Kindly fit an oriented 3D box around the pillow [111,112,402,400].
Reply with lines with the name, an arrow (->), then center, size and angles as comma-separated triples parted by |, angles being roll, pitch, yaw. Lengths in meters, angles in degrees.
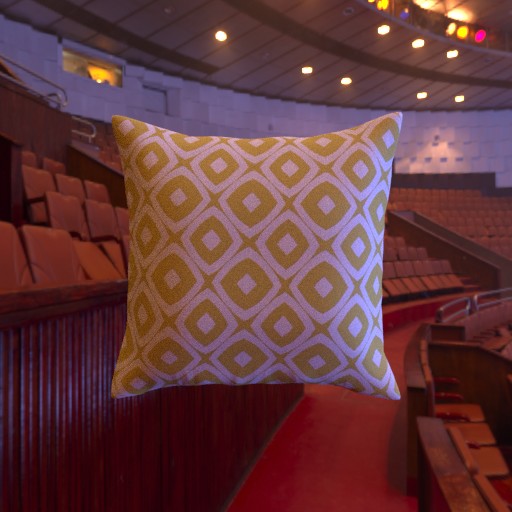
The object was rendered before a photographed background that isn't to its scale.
pillow -> 0.000, 0.000, 0.768 | 0.504, 0.494, 0.188 | 0, 0, 1
